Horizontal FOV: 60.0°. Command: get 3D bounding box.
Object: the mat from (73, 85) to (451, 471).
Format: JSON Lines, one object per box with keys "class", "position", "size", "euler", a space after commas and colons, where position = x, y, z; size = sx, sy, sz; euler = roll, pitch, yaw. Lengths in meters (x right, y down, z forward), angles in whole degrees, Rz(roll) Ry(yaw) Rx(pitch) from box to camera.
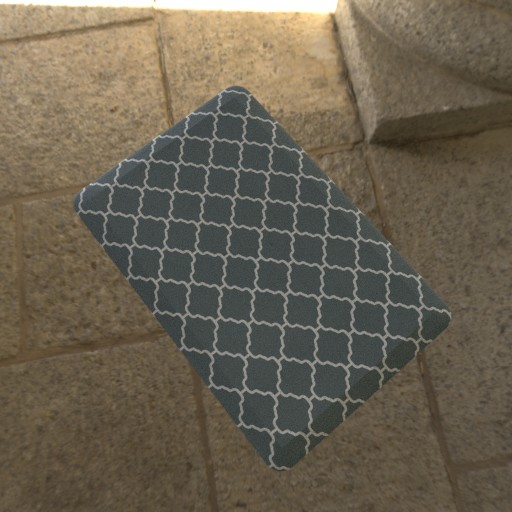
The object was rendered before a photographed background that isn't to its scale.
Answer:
{"class": "mat", "position": [0.000, 0.000, 0.984], "size": [0.508, 0.021, 0.762], "euler": [-38, 79, -9]}
